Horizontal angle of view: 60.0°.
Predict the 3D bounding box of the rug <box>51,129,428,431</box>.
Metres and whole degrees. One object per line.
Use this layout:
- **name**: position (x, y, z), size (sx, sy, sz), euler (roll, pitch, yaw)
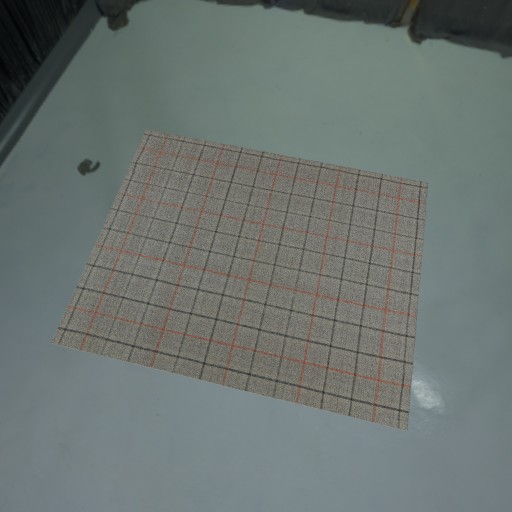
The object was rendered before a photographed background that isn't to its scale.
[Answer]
- **rug**: position (0.000, 0.000, 4.181), size (3.048, 0.012, 2.444), euler (12, 65, 6)
